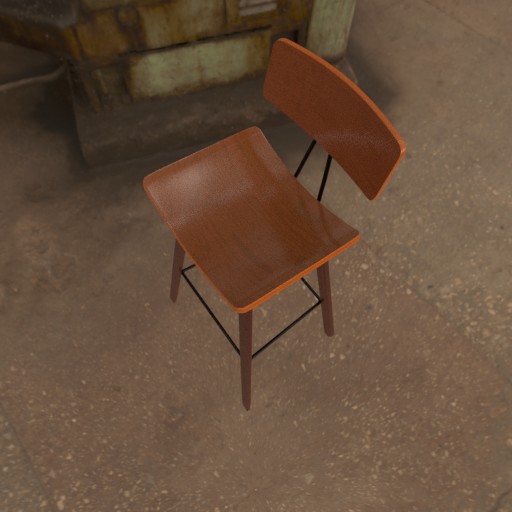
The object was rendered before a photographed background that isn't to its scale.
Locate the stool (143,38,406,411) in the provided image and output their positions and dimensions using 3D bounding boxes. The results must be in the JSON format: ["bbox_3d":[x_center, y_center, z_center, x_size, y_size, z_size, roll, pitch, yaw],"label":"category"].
[{"bbox_3d":[0.000,0.000,1.218,0.440,0.969,0.509,-33,67,-16],"label":"stool"}]
